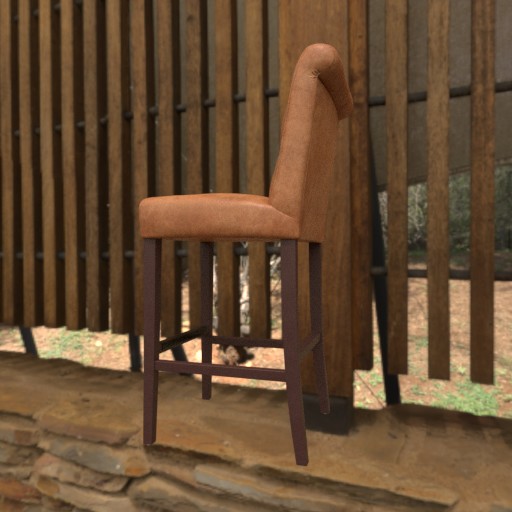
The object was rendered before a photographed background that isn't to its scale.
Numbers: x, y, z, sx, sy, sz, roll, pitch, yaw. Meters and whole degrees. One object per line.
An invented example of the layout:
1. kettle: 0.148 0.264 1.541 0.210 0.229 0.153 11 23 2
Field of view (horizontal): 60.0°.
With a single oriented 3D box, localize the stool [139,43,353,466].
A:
1. stool: 0.000 0.000 1.464 0.601 1.140 0.493 0 0 18
